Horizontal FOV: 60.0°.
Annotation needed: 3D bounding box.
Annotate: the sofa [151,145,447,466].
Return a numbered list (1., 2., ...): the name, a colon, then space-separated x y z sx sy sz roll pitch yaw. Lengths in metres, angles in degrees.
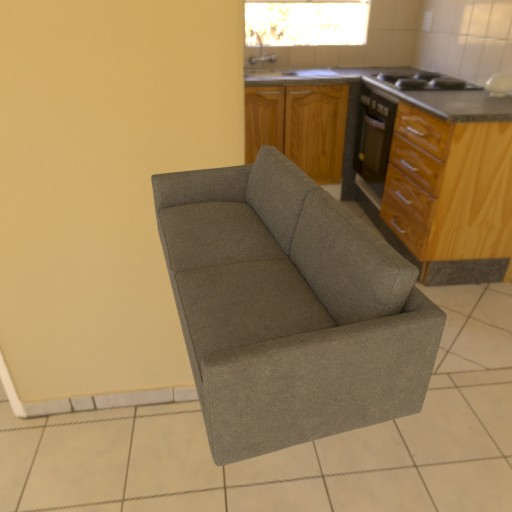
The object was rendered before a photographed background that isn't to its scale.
1. sofa: 0.000 0.000 2.823 1.092 0.838 2.257 -8 31 -14
